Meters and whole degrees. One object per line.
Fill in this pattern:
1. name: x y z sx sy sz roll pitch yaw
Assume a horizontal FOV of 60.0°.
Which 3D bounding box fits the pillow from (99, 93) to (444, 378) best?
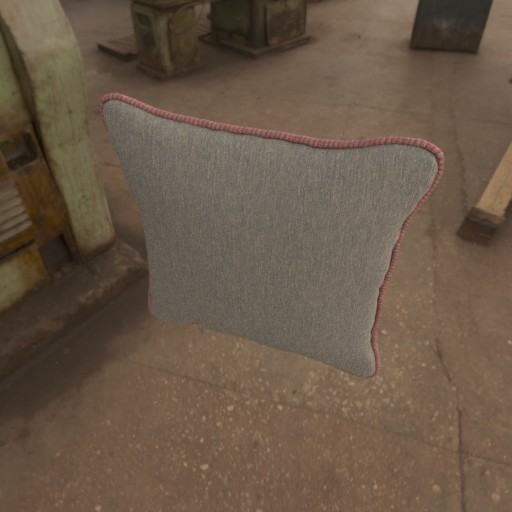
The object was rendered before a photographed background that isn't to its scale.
1. pillow: 0.000 0.000 0.736 0.482 0.491 0.124 13 43 14
